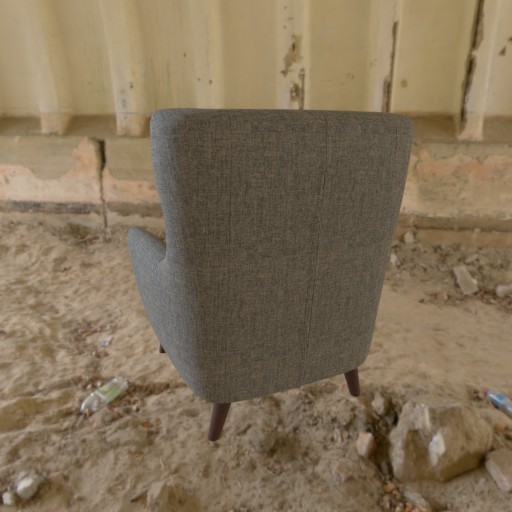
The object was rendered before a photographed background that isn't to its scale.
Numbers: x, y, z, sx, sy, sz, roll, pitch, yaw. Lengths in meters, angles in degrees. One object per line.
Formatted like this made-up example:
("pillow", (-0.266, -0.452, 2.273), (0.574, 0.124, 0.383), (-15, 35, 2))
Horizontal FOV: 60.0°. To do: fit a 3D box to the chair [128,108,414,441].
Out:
("chair", (0.000, 0.000, 1.737), (0.878, 1.063, 0.904), (-7, 17, -25))
